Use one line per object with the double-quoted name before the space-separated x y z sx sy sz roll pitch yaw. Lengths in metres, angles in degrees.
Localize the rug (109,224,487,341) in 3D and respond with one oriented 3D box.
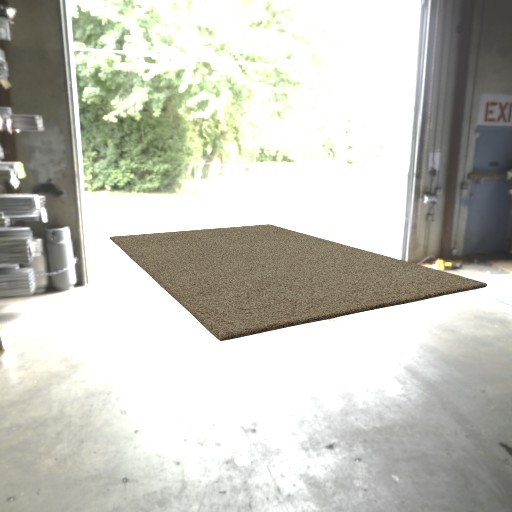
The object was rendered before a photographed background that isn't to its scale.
"rug" 0.000 0.000 3.488 1.778 0.030 2.743 -7 14 -27
